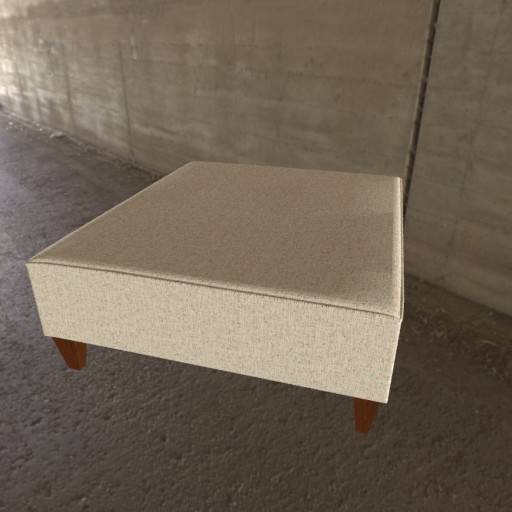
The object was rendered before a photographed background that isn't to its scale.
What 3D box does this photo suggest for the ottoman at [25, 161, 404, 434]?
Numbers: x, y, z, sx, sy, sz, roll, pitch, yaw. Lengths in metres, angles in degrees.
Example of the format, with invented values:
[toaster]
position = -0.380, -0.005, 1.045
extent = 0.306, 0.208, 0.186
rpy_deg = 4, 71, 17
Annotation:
[ottoman]
position = 0.000, 0.000, 1.217
extent = 0.736, 0.303, 0.835
rpy_deg = 7, 27, 15
